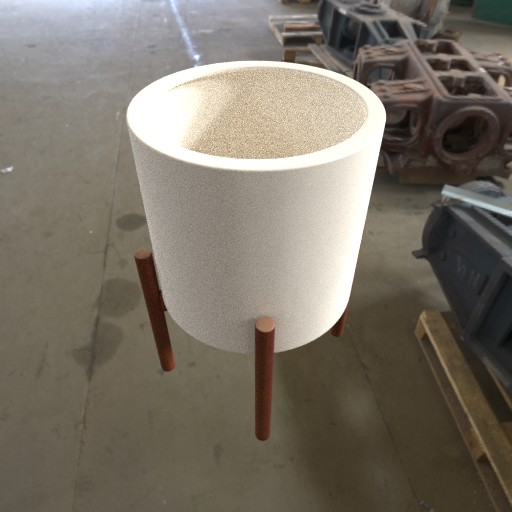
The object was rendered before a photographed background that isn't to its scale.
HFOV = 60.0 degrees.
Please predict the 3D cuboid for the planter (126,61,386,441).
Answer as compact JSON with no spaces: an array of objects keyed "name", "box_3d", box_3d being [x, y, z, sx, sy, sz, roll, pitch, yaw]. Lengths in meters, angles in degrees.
[{"name":"planter","box_3d":[0.000,0.000,0.950,0.417,0.670,0.417,26,48,26]}]
